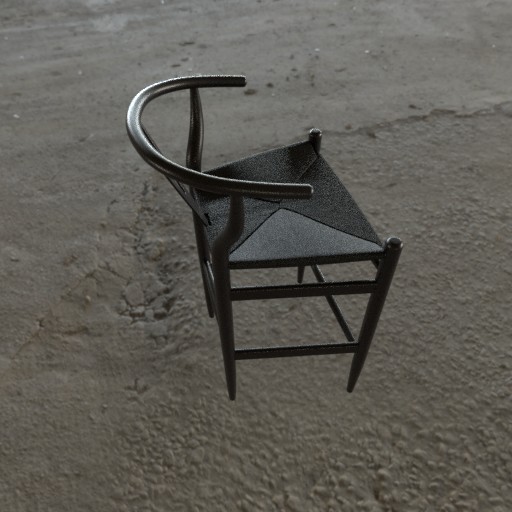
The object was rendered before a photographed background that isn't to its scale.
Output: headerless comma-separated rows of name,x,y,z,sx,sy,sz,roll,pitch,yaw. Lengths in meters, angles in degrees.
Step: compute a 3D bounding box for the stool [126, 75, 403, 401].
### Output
stool,0.000,0.000,1.340,0.579,0.970,0.569,-11,46,-11
